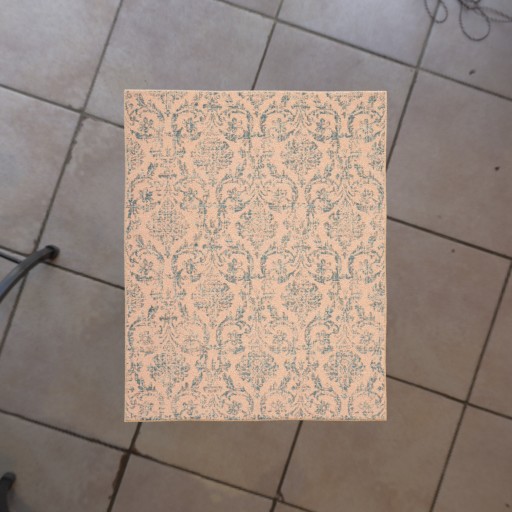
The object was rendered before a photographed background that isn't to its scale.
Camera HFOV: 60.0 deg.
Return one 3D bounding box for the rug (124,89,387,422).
[{"bbox_3d":[0.000,0.000,3.990,2.363,0.012,2.980,0,90,-1],"label":"rug"}]
